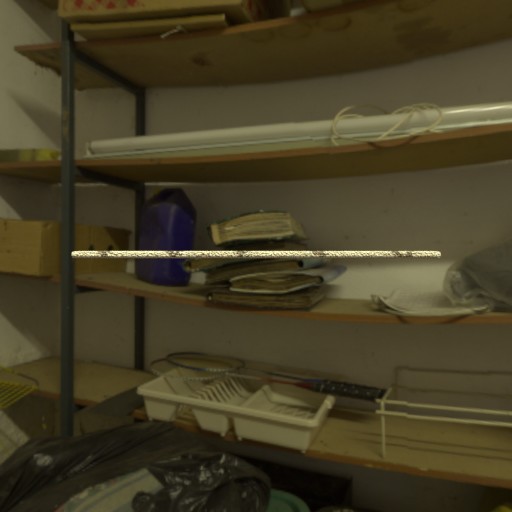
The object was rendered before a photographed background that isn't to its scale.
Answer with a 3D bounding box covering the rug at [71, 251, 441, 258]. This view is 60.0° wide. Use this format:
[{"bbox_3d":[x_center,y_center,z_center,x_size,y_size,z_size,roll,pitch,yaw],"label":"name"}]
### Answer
[{"bbox_3d":[0.000,0.000,3.030,1.524,0.030,2.438,0,0,0],"label":"rug"}]
